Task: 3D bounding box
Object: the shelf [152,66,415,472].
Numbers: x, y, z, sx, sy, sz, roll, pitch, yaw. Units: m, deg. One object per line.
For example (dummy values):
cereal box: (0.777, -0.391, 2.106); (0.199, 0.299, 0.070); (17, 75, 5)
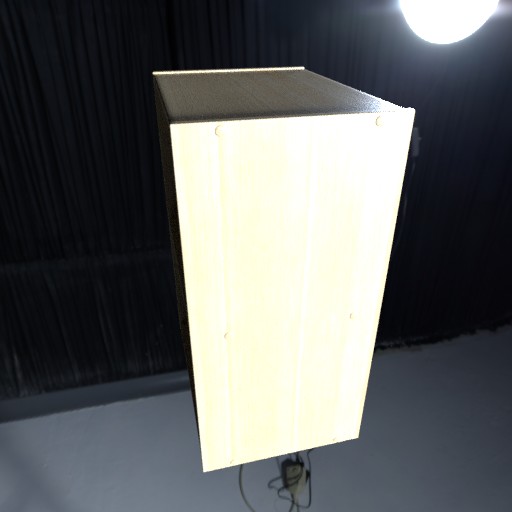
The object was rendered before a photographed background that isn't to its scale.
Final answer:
shelf: (0.000, 0.000, 0.819); (0.290, 0.592, 0.414); (-7, 31, -12)
